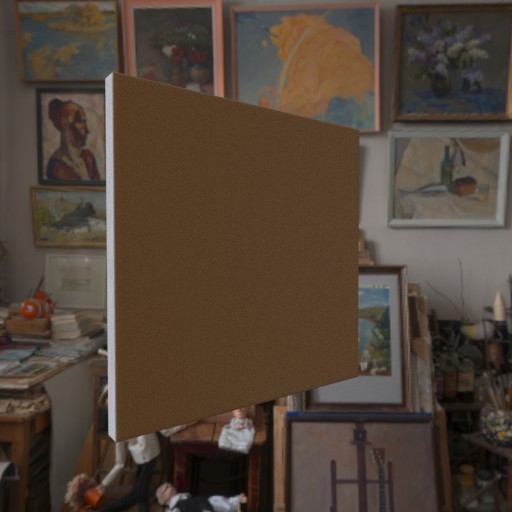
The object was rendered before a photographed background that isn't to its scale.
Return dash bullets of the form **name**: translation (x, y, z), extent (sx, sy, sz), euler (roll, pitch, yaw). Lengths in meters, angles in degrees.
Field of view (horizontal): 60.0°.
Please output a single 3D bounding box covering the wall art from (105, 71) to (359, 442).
- **wall art**: translation (0.000, 0.000, 1.951), extent (1.287, 1.288, 0.078), euler (-1, 2, -37)
